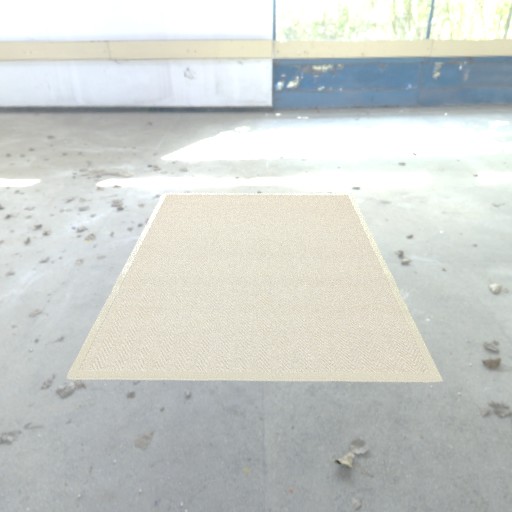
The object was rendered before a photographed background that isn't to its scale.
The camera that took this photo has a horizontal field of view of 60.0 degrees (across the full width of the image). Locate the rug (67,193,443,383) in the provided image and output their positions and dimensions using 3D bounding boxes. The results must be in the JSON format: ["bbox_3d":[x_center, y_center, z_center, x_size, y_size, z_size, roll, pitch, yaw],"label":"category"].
[{"bbox_3d":[0.000,0.000,4.789,2.734,0.037,3.659,0,29,0],"label":"rug"}]
